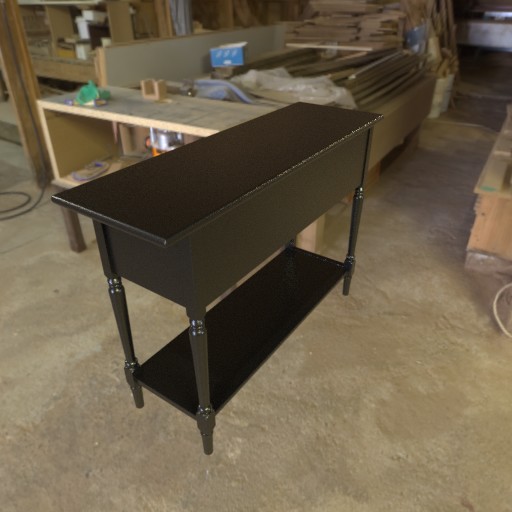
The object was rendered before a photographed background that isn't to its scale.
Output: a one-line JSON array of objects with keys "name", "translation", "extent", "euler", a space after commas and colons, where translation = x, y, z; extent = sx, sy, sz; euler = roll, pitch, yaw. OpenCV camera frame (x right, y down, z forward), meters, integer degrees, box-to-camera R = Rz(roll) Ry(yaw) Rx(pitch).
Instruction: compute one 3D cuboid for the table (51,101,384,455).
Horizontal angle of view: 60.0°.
[{"name": "table", "translation": [0.000, 0.000, 1.607], "extent": [0.386, 0.819, 1.191], "euler": [20, 37, 29]}]
